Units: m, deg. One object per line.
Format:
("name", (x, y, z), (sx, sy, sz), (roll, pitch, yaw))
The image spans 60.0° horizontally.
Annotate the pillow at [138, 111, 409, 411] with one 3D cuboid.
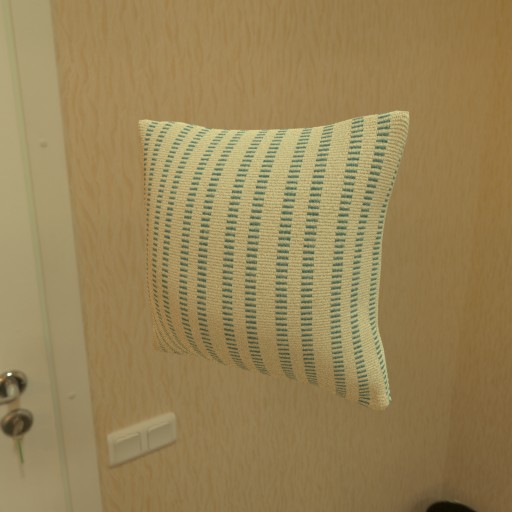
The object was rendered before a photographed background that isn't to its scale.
("pillow", (0.000, 0.000, 0.692), (0.438, 0.419, 0.247), (7, 16, 26))
